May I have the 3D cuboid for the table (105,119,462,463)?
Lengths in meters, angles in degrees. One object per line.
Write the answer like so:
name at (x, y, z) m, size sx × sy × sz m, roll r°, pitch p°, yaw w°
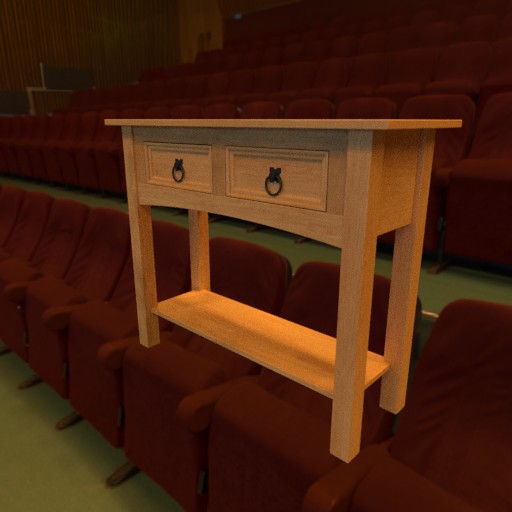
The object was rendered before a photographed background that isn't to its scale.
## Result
table at (0.000, 0.000, 1.235) m, size 0.900 × 0.728 × 0.340 m, roll 15°, pitch 23°, yaw 40°
